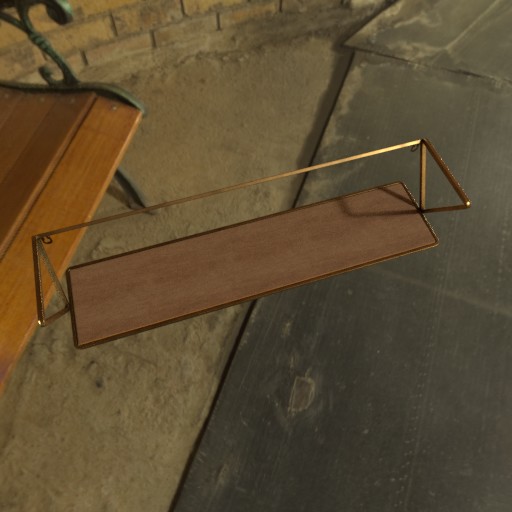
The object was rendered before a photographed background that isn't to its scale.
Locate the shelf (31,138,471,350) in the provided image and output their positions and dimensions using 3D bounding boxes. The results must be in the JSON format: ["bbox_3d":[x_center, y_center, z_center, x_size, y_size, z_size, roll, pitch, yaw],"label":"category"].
[{"bbox_3d":[0.000,0.000,0.762,0.645,0.229,0.150,-15,62,-8],"label":"shelf"}]
